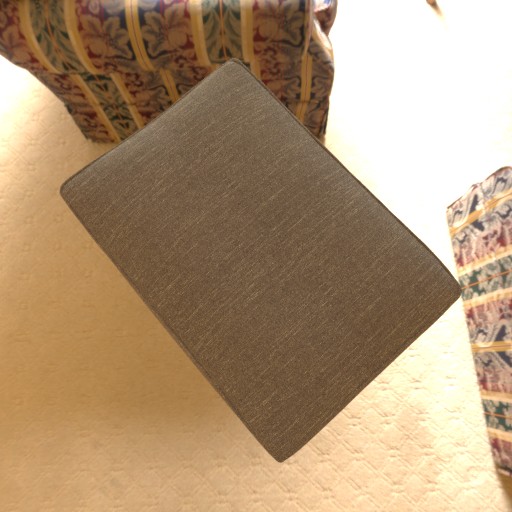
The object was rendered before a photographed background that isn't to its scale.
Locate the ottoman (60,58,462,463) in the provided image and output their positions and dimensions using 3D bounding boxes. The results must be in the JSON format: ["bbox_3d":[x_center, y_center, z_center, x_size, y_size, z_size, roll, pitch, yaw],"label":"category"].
[{"bbox_3d":[0.000,0.000,0.984,0.508,0.406,0.686,-40,79,-9],"label":"ottoman"}]
